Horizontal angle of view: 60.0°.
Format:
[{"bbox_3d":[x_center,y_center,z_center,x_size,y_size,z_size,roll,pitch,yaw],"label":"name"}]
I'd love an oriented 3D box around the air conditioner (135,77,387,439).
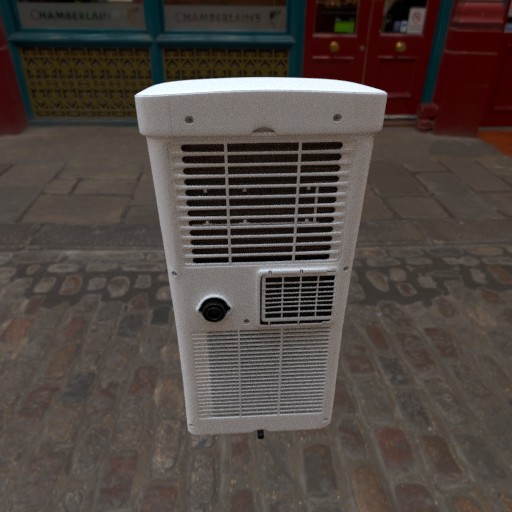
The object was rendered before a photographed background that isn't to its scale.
[{"bbox_3d":[0.000,0.000,0.915,0.352,0.716,0.369,-2,30,-3],"label":"air conditioner"}]
